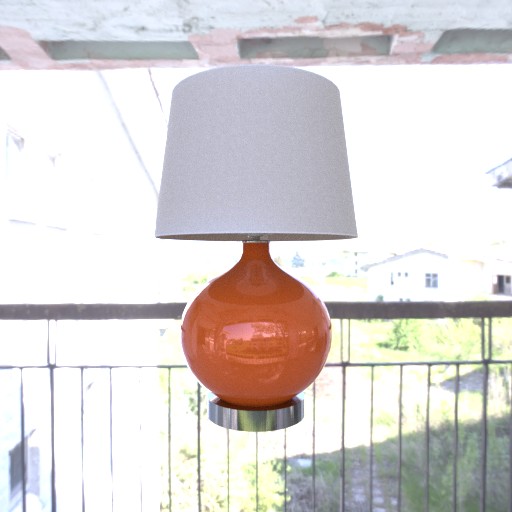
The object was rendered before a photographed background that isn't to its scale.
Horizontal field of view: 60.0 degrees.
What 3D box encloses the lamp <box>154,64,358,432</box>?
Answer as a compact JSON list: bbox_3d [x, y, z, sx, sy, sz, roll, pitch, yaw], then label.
[{"bbox_3d":[0.000,0.000,0.548,0.247,0.387,0.247,0,0,0],"label":"lamp"}]
